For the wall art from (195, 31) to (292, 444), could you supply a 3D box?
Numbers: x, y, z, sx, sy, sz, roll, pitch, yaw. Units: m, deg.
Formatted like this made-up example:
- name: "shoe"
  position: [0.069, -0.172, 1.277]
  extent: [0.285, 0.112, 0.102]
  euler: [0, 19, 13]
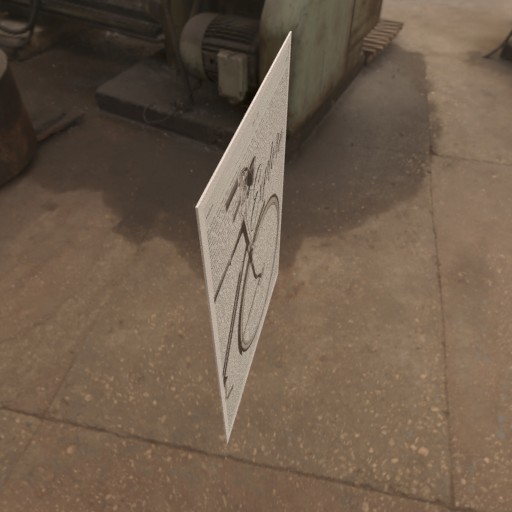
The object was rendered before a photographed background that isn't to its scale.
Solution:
- name: "wall art"
  position: [0.000, 0.000, 0.801]
  extent: [0.003, 0.610, 0.457]
  euler: [11, 48, 10]
